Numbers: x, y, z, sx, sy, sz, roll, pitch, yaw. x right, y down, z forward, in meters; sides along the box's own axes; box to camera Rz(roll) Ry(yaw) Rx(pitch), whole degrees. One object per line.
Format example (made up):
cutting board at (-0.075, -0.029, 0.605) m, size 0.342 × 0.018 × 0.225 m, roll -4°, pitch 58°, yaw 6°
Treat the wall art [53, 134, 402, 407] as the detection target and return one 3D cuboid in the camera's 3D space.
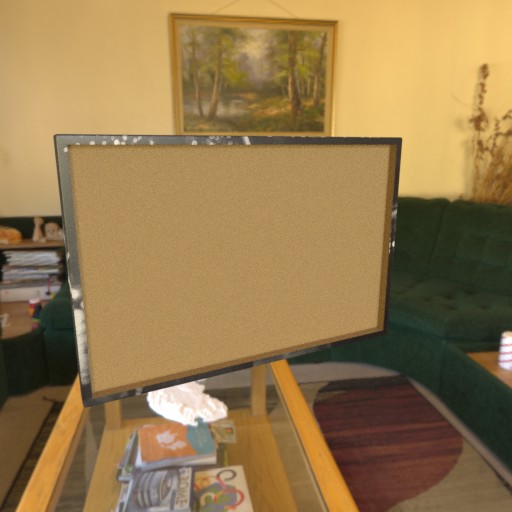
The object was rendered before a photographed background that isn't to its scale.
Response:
wall art at (0.000, 0.000, 0.778) m, size 0.609 × 0.406 × 0.037 m, roll -7°, pitch 16°, yaw -26°
